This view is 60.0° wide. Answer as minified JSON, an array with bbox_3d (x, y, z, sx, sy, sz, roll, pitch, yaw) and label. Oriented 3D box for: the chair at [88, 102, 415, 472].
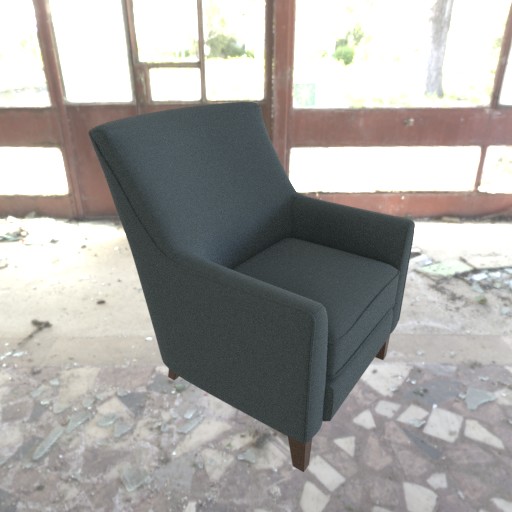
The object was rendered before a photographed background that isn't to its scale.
[{"bbox_3d":[0.000,0.000,1.540,0.879,0.916,0.756,17,31,32],"label":"chair"}]
